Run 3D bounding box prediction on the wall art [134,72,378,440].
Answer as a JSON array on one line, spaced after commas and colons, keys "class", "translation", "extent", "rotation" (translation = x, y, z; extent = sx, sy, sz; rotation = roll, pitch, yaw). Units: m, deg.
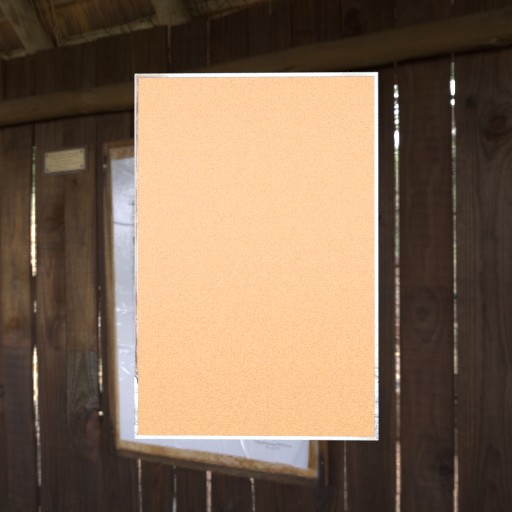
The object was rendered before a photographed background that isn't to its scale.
[{"class": "wall art", "translation": [0.000, 0.000, 0.752], "extent": [0.403, 0.607, 0.036], "rotation": [0, 0, 1]}]
